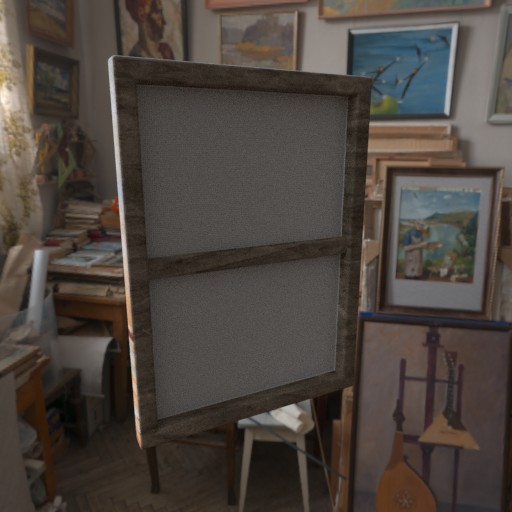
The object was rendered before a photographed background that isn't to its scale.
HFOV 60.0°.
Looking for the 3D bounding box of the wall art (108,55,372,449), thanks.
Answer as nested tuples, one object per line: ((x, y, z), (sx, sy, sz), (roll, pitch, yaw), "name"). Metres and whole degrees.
((0.000, 0.000, 0.770), (0.443, 0.605, 0.035), (-7, 16, -26), "wall art")
